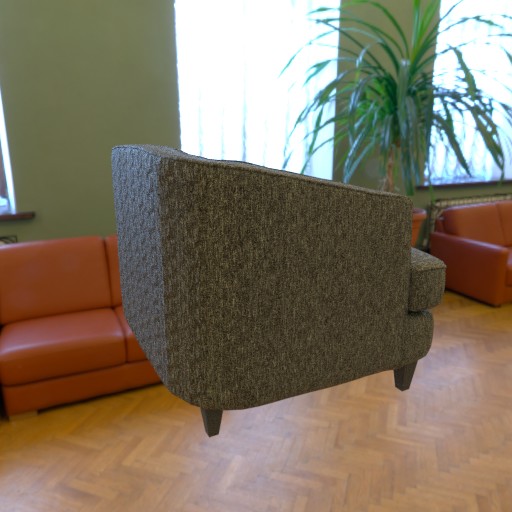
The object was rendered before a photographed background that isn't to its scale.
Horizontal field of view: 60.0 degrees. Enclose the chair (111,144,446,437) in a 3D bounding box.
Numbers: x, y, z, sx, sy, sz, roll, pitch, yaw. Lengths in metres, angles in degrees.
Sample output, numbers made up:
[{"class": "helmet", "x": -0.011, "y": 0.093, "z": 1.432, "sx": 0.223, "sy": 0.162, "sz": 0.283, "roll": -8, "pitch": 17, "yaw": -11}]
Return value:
[{"class": "chair", "x": 0.000, "y": 0.000, "z": 1.735, "sx": 0.941, "sy": 0.852, "sz": 1.104, "roll": -8, "pitch": 17, "yaw": -26}]
